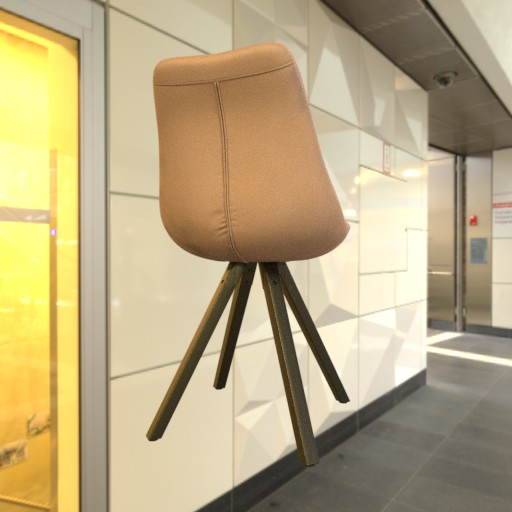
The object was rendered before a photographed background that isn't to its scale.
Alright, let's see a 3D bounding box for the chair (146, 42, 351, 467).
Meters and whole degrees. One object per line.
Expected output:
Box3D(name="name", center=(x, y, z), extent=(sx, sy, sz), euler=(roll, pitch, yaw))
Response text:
Box3D(name="chair", center=(0.000, 0.000, 1.173), extent=(0.483, 0.865, 0.547), euler=(0, 0, 19))
